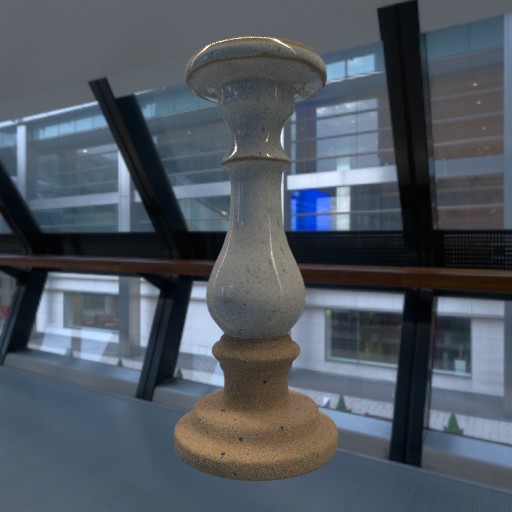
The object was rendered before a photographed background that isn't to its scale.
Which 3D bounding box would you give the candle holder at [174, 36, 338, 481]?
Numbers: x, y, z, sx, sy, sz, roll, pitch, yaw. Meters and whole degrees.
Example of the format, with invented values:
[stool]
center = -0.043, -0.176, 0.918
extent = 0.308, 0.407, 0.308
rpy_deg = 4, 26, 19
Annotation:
[candle holder]
center = 0.000, 0.000, 0.240
extent = 0.088, 0.203, 0.088
rpy_deg = 0, 0, 0
